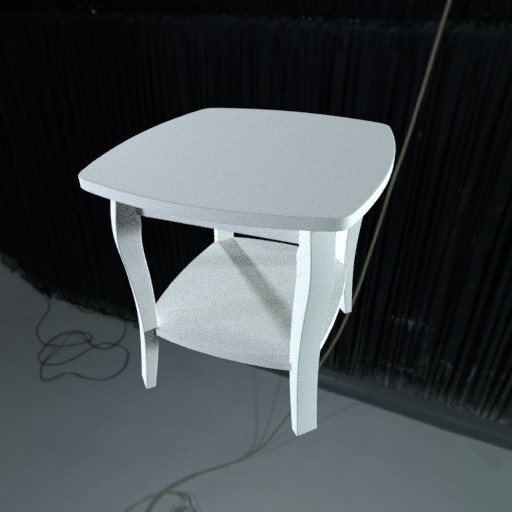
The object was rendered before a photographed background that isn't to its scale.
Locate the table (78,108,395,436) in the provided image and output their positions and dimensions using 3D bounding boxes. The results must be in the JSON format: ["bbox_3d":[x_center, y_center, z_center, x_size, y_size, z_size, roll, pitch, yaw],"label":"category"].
[{"bbox_3d":[0.000,0.000,0.865,0.451,0.438,0.502,11,33,17],"label":"table"}]
